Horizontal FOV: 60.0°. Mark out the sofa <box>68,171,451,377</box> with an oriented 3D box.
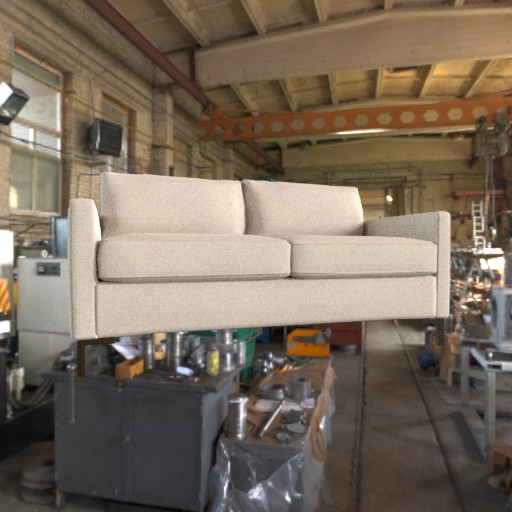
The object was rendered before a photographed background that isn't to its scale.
[{"bbox_3d":[0.000,0.000,2.189,1.682,0.840,0.875,0,1,-19],"label":"sofa"}]
